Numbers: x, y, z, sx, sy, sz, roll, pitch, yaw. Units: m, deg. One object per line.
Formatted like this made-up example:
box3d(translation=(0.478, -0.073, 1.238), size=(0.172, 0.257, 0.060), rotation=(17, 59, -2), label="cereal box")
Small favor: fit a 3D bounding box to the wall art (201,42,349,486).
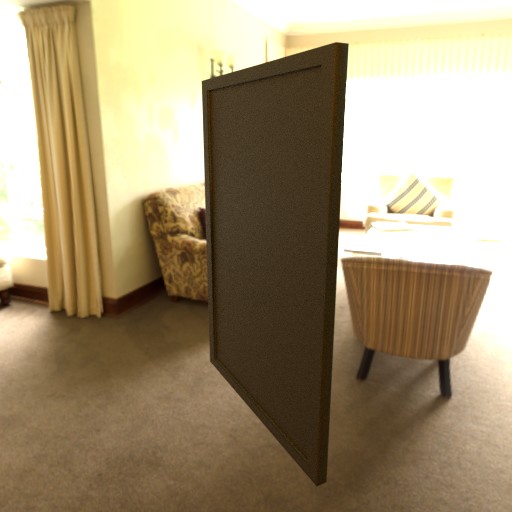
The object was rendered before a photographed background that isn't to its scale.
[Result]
box3d(translation=(0.000, 0.000, 0.545), size=(0.013, 0.431, 0.303), rotation=(-8, 17, -26), label="wall art")
